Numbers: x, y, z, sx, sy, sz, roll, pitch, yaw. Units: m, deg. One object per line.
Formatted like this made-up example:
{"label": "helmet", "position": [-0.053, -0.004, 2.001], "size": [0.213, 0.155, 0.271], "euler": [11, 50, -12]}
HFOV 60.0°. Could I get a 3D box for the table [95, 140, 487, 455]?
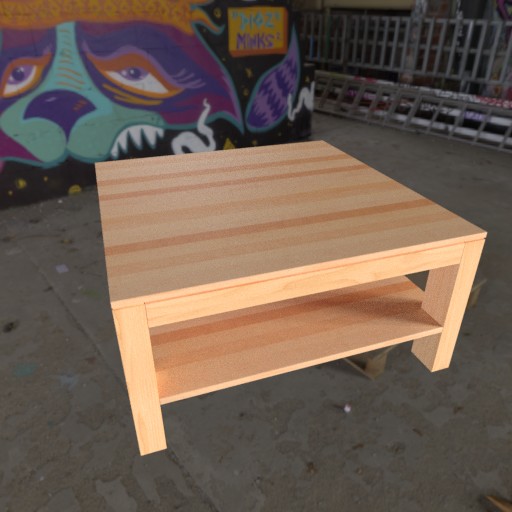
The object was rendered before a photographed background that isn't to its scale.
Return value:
{"label": "table", "position": [0.000, 0.000, 1.449], "size": [0.900, 0.450, 0.900], "euler": [-10, 31, -17]}
